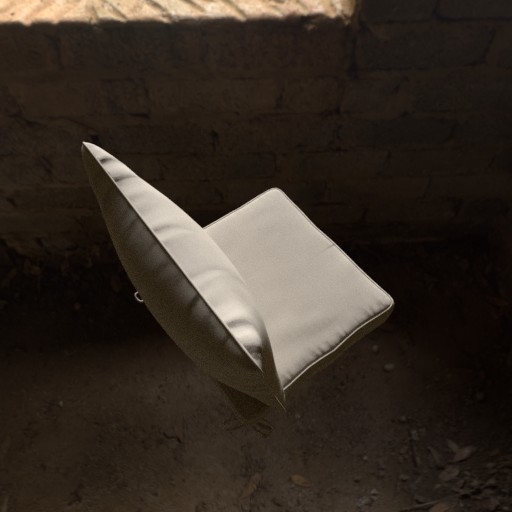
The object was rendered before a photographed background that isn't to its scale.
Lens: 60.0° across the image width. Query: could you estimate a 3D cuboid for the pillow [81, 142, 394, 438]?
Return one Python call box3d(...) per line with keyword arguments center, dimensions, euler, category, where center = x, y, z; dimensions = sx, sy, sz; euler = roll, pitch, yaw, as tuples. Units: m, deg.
box3d(center=(0.000, 0.000, 1.378), dimensions=(0.733, 0.716, 0.798), euler=(-33, 63, -19), category="pillow")
